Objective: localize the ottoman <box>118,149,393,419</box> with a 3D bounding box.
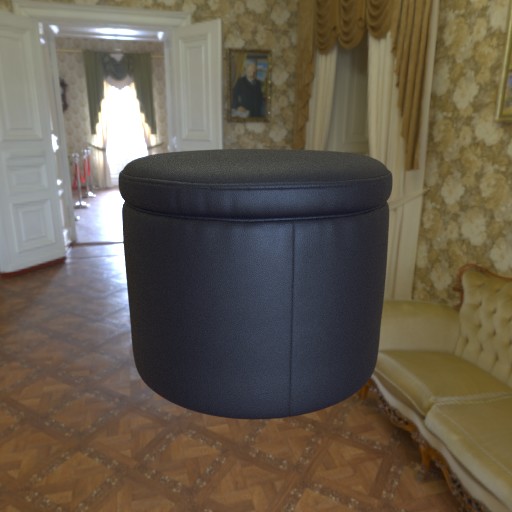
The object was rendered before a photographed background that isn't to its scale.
[{"bbox_3d":[0.000,0.000,0.884,0.501,0.409,0.501,0,16,0],"label":"ottoman"}]
